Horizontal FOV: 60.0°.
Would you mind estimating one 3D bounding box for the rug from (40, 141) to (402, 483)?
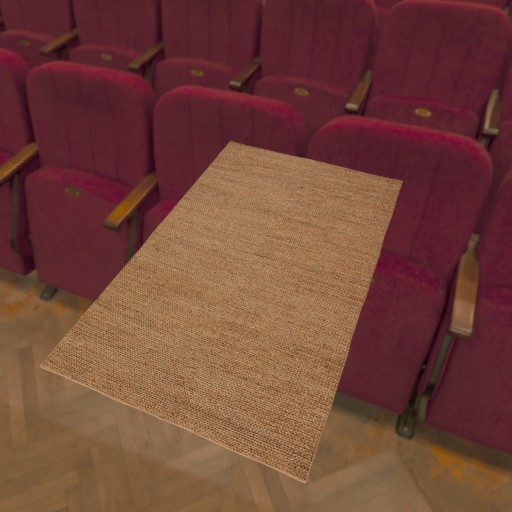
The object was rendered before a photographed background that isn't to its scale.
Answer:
[{"bbox_3d":[0.000,0.000,2.972,1.521,0.034,2.438,17,49,16],"label":"rug"}]
